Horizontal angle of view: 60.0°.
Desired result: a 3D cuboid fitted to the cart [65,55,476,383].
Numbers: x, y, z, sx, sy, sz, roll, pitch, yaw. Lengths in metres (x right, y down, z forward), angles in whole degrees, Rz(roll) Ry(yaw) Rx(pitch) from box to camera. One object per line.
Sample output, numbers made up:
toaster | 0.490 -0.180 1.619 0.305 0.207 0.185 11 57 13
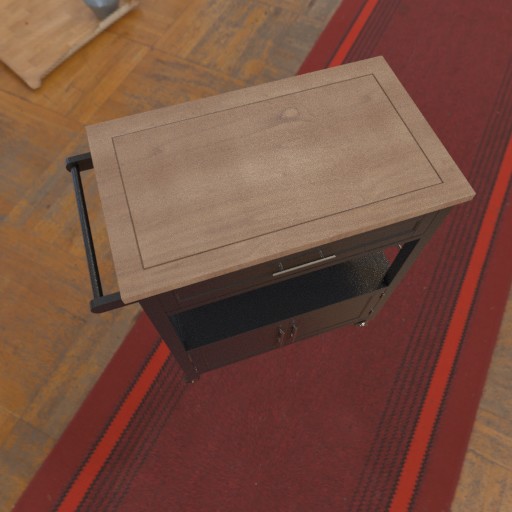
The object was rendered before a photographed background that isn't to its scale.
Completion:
cart | 0.000 0.000 1.384 0.840 0.901 0.459 -17 64 -8
